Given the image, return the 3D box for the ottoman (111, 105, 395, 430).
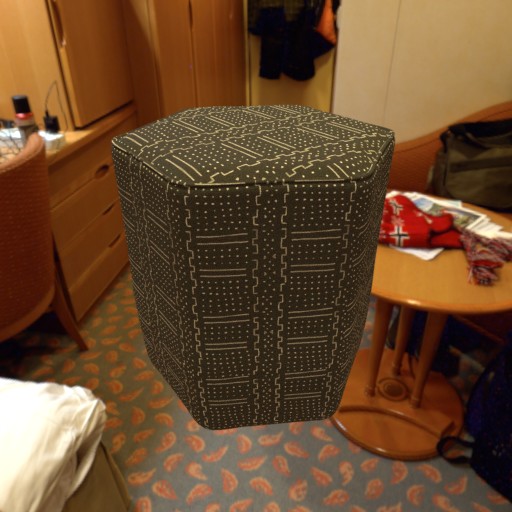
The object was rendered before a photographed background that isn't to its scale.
[{"bbox_3d":[0.000,0.000,0.880,0.443,0.502,0.494,-21,37,-31],"label":"ottoman"}]
